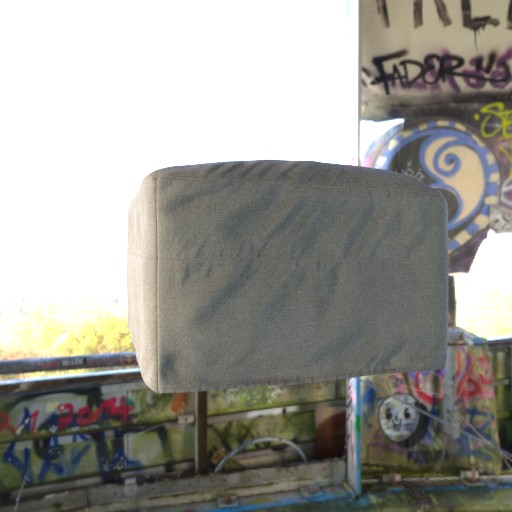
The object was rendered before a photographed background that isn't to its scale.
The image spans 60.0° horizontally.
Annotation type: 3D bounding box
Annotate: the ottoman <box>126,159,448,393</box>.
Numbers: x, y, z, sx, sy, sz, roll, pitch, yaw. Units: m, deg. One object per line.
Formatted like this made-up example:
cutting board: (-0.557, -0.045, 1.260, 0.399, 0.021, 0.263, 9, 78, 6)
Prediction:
ottoman: (0.000, 0.000, 1.252, 0.683, 0.481, 0.837, 0, 1, -19)
